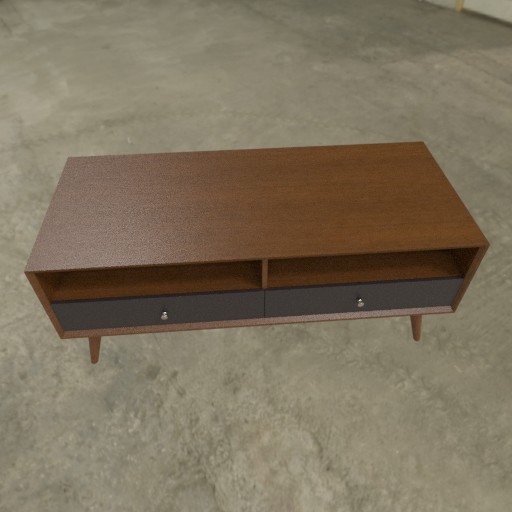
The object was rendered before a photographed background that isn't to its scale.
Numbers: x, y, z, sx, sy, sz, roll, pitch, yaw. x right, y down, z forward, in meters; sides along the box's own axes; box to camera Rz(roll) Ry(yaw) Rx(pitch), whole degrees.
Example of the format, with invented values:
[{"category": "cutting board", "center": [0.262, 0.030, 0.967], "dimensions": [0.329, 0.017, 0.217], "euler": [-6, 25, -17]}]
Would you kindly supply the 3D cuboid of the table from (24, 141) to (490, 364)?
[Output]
[{"category": "table", "center": [0.000, 0.000, 1.389], "dimensions": [1.119, 0.464, 0.490], "euler": [-3, 46, -3]}]
